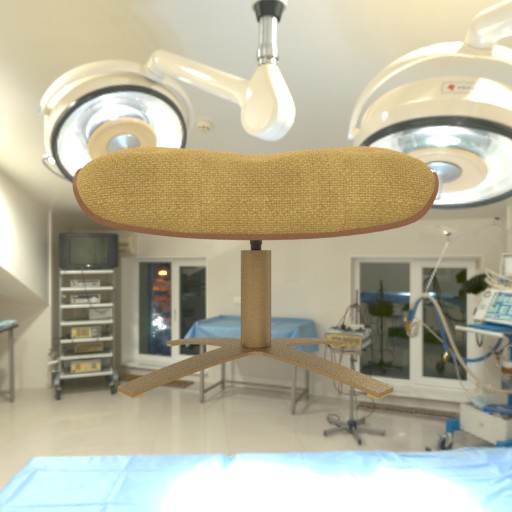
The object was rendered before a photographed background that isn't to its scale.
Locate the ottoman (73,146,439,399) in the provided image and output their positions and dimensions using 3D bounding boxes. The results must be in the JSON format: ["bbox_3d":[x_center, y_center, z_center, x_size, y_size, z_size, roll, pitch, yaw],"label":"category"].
[{"bbox_3d":[0.000,0.000,0.801,0.520,0.391,0.394,0,0,0],"label":"ottoman"}]
